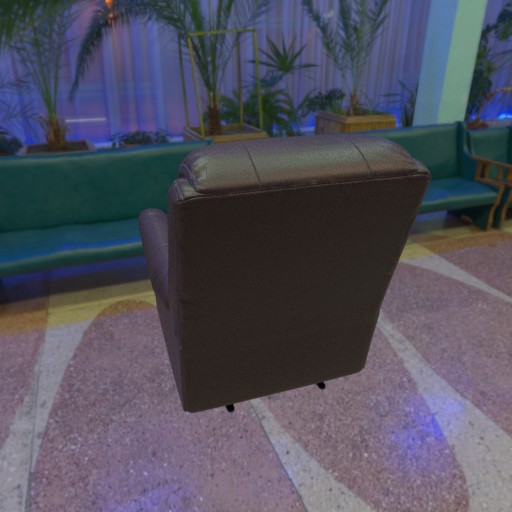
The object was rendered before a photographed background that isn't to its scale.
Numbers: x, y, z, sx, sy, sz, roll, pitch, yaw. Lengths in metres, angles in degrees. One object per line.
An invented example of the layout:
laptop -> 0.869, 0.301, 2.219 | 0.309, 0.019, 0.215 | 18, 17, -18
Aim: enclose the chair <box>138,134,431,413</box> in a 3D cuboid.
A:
chair -> 0.000, 0.000, 1.779 | 0.838, 1.054, 1.014 | -8, 27, -17
